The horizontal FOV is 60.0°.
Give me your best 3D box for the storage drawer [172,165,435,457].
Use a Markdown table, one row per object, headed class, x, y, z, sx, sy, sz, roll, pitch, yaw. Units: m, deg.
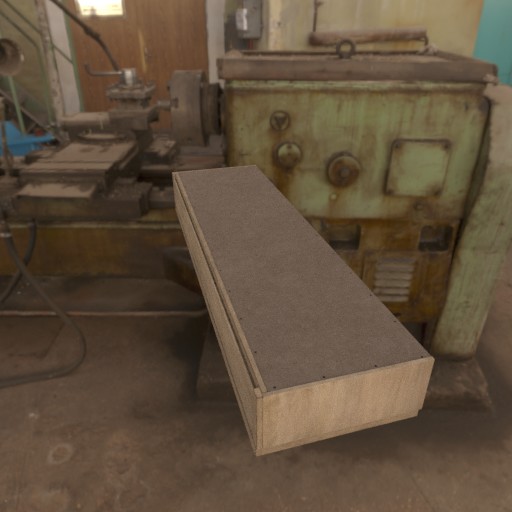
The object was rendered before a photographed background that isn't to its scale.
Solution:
| class | x | y | z | sx | sy | sz | roll | pitch | yaw |
| --- | --- | --- | --- | --- | --- | --- | --- | --- | --- |
| storage drawer | 0.000 | 0.000 | 2.276 | 0.591 | 0.274 | 2.072 | -8 | 30 | -14 |
